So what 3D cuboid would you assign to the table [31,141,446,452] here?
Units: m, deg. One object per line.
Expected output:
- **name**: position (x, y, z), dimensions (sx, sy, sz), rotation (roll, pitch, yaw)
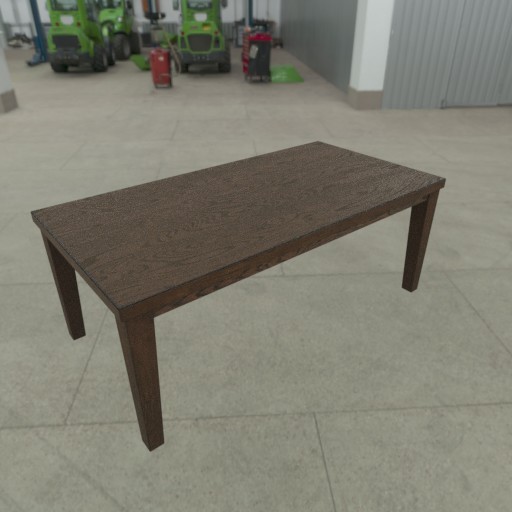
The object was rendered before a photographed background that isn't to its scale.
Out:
- **table**: position (0.000, 0.000, 2.525), dimensions (1.981, 0.762, 1.016), rotation (-22, 36, -33)
